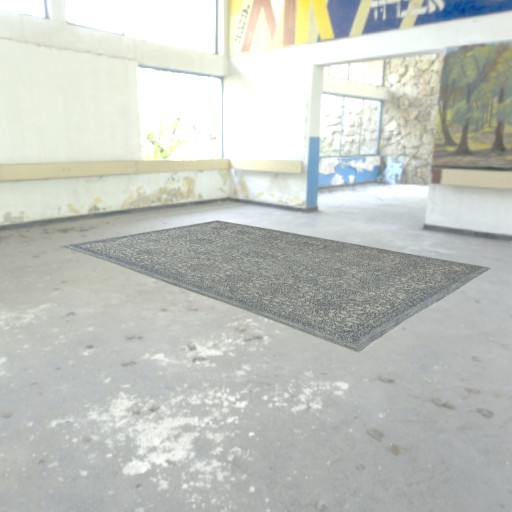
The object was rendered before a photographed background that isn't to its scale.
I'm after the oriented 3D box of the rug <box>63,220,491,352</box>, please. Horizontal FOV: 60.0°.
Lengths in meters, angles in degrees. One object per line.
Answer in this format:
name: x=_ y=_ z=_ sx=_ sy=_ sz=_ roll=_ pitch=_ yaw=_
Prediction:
rug: x=0.000 y=0.000 z=2.989 sx=2.498 sy=0.022 sz=1.535 roll=13 pitch=19 yaw=42
